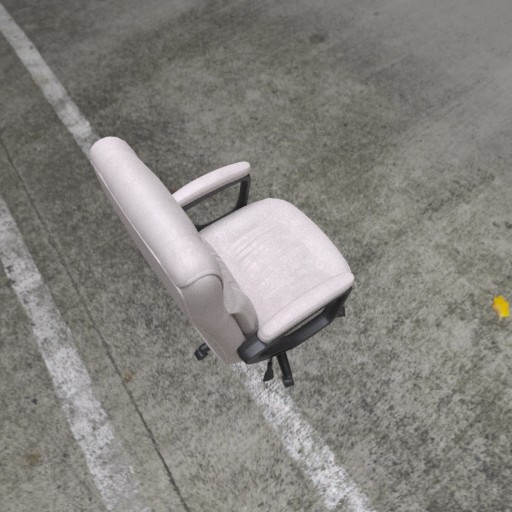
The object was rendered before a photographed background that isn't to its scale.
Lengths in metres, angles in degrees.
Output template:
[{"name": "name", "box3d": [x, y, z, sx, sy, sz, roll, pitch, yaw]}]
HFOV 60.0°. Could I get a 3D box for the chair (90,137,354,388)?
[{"name": "chair", "box3d": [0.000, 0.000, 1.540, 0.724, 1.105, 0.667, -30, 63, -18]}]
